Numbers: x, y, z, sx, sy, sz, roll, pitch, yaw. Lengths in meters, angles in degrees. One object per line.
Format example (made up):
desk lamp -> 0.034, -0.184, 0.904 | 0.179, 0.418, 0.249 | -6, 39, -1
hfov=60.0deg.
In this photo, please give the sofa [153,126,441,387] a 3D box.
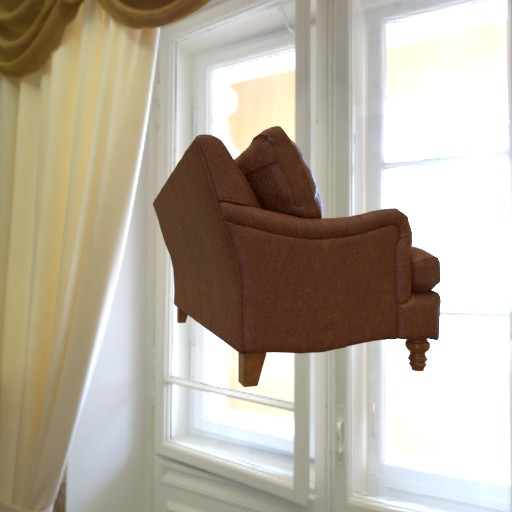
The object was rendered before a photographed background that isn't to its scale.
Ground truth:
sofa -> 0.000, 0.000, 2.834 | 1.147, 1.071, 2.144 | 0, -1, -18
